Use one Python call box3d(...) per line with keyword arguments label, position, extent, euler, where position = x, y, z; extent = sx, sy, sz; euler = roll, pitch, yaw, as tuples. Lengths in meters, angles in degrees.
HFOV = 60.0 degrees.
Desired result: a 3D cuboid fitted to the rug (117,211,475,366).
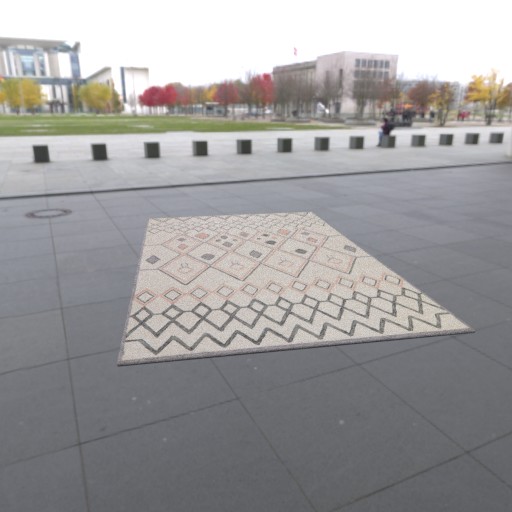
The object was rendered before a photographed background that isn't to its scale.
box3d(label="rug", position=(0.000, 0.000, 2.956), extent=(1.524, 0.015, 2.438), euler=(-3, 19, -10))
